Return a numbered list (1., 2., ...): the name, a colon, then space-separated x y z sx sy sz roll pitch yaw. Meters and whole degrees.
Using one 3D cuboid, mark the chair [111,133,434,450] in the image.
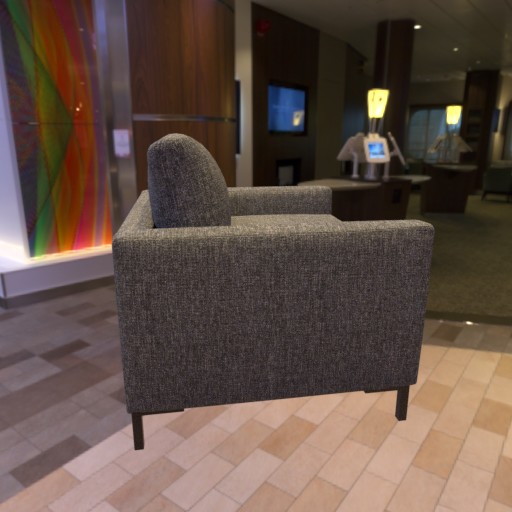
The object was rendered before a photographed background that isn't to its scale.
1. chair: 0.000 0.000 1.617 0.866 0.861 0.963 -3 16 -9
